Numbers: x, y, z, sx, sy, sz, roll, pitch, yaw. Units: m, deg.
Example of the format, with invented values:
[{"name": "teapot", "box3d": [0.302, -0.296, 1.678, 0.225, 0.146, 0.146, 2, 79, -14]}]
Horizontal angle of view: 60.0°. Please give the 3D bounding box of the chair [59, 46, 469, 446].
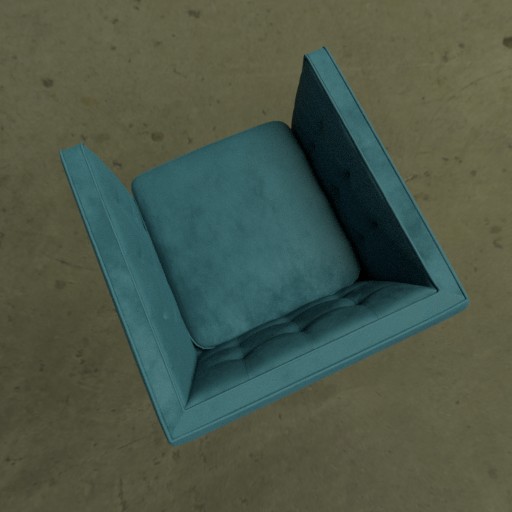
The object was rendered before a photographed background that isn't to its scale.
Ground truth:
[{"name": "chair", "box3d": [0.000, 0.000, 1.574, 0.880, 0.790, 0.894, -24, 78, -6]}]
